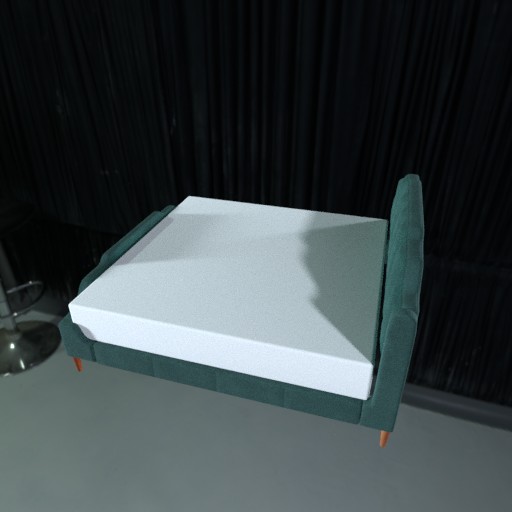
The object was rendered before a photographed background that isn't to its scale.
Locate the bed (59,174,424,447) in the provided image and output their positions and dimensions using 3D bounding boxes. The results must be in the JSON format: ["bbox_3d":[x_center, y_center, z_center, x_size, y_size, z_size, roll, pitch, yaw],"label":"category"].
[{"bbox_3d":[0.000,0.000,3.569,2.340,1.245,2.074,9,31,14],"label":"bed"}]
